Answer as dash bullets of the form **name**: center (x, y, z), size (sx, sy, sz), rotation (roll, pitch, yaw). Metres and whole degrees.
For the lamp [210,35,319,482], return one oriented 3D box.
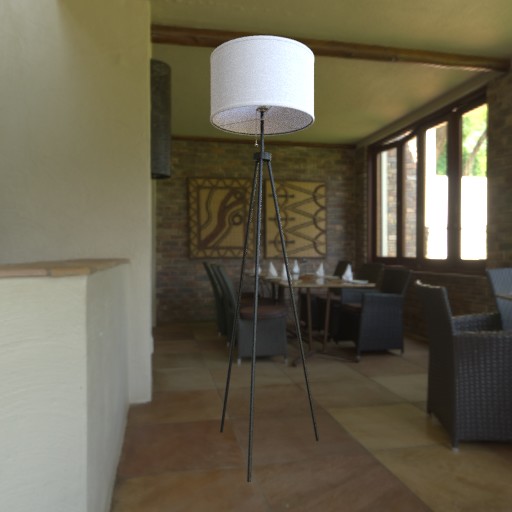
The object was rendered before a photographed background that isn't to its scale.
- **lamp**: center (0.000, 0.000, 1.766), size (0.458, 1.545, 0.448), rotation (0, 1, 36)
